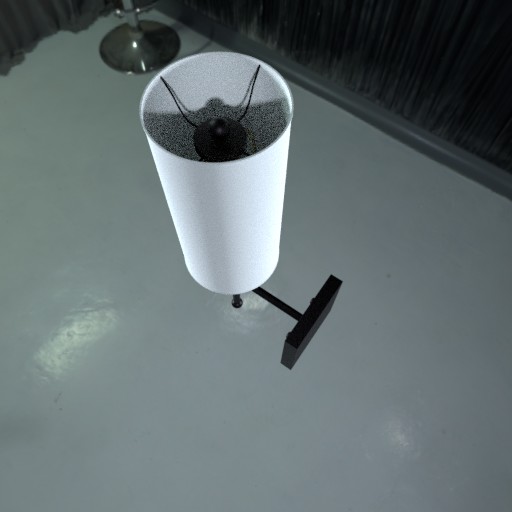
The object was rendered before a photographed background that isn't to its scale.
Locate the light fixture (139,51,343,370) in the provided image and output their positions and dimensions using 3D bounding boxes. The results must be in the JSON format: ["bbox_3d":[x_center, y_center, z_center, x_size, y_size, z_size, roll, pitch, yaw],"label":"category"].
[{"bbox_3d":[0.000,0.000,0.563,0.208,0.462,0.128,32,67,15],"label":"light fixture"}]
